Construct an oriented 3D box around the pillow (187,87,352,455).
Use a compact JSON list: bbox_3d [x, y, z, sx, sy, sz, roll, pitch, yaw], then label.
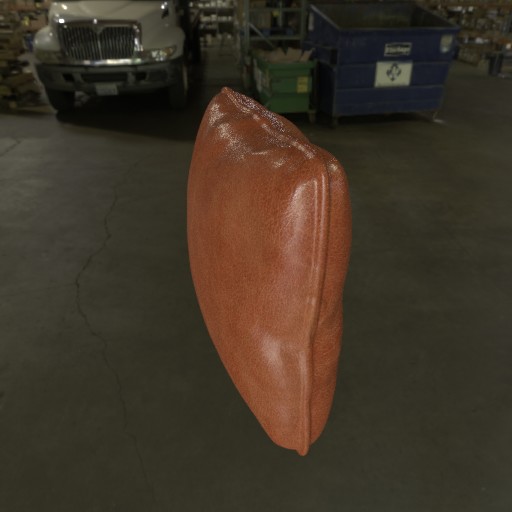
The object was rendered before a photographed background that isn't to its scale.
[{"bbox_3d":[0.000,0.000,0.821,0.236,0.523,0.532,-9,31,-14],"label":"pillow"}]
